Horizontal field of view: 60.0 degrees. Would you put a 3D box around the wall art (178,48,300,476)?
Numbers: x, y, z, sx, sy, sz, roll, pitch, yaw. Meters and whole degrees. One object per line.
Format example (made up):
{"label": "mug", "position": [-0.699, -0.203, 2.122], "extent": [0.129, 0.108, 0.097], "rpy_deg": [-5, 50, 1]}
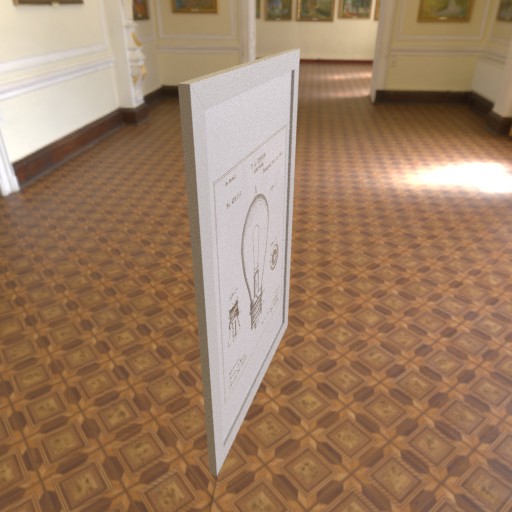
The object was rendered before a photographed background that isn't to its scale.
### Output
{"label": "wall art", "position": [0.000, 0.000, 0.586], "extent": [0.010, 0.474, 0.325], "rpy_deg": [10, 31, 17]}
